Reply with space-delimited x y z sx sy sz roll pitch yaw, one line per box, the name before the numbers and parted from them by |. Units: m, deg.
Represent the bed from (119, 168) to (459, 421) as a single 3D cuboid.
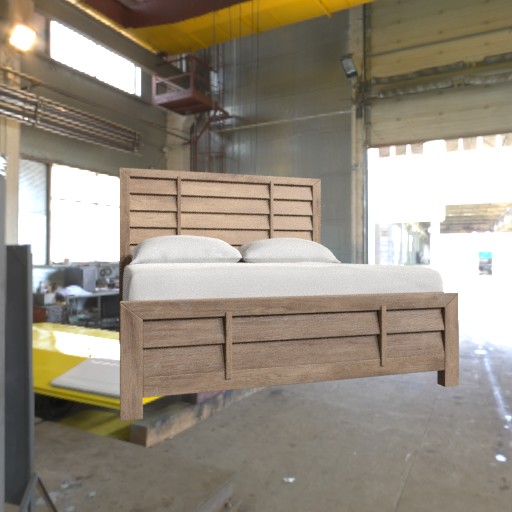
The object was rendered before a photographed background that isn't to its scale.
bed | 0.000 0.000 3.451 2.032 1.626 2.062 0 0 -17
